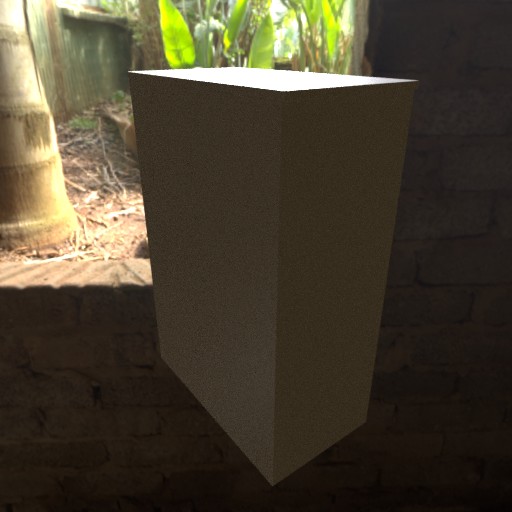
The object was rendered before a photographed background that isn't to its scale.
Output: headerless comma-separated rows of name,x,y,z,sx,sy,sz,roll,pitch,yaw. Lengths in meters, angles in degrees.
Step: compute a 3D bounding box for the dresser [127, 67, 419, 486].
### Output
dresser,0.000,0.000,1.350,0.401,1.021,0.704,-18,31,-33
